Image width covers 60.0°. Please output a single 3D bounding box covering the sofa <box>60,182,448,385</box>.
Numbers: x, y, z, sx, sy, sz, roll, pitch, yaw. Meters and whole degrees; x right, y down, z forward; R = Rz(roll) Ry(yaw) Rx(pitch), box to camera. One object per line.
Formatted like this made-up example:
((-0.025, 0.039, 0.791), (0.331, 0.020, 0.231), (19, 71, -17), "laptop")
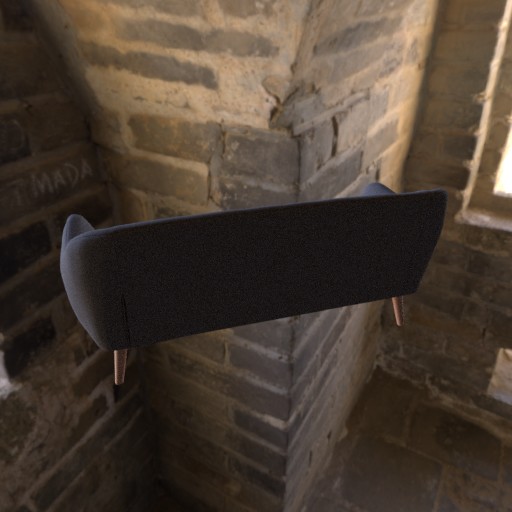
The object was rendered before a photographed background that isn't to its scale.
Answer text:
((0.000, 0.000, 2.285), (1.840, 0.820, 0.820), (-8, 28, -16), "sofa")
